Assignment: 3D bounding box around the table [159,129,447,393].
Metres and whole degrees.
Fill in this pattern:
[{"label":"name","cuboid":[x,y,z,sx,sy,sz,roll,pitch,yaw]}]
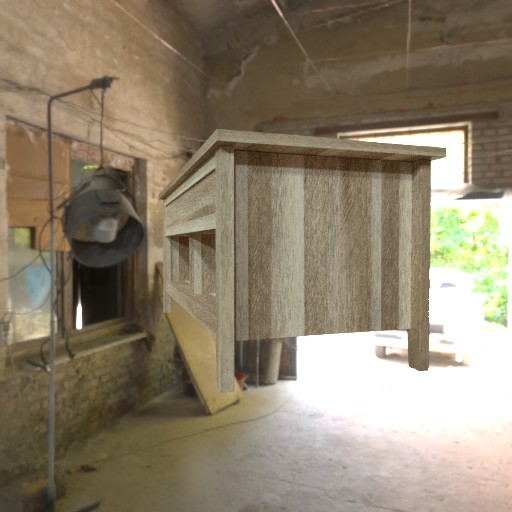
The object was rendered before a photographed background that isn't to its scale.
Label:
[{"label":"table","cuboid":[0.000,0.000,1.382,0.493,0.480,1.095,0,2,-18]}]
